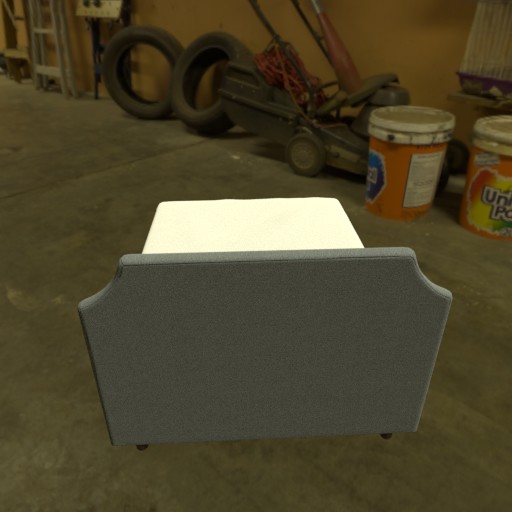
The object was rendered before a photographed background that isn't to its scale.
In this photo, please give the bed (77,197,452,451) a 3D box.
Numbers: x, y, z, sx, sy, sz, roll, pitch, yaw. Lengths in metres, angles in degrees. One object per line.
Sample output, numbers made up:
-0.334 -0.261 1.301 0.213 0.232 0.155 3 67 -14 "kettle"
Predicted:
0.000 0.000 3.263 1.811 1.296 2.259 -2 30 -3 "bed"
